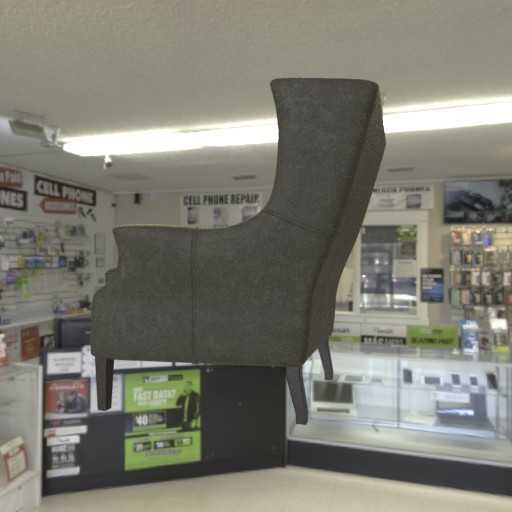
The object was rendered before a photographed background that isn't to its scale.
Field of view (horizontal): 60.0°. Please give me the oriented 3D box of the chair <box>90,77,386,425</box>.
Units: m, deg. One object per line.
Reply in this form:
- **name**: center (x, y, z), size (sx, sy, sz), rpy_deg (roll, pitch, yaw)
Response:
- **chair**: center (0.000, 0.000, 1.669), size (0.926, 1.016, 0.853), rpy_deg (0, -1, 18)
